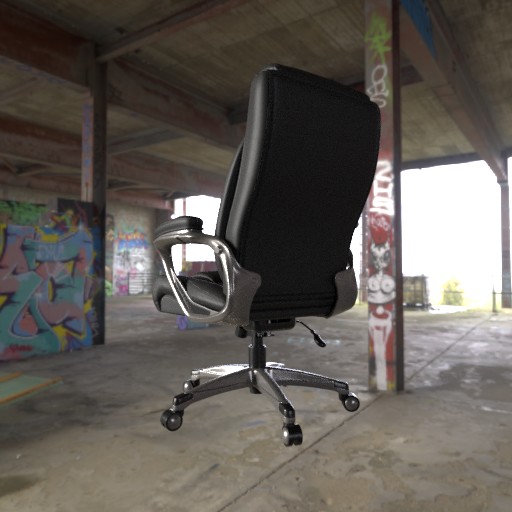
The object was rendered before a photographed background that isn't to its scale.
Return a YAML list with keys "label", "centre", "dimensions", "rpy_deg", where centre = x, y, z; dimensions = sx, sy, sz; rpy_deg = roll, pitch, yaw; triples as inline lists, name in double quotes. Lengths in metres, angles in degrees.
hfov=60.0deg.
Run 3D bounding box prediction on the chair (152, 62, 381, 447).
- label: "chair"
  centre: [0.000, 0.000, 1.684]
  dimensions: [0.741, 1.167, 0.784]
  rpy_deg: [1, -2, -35]
